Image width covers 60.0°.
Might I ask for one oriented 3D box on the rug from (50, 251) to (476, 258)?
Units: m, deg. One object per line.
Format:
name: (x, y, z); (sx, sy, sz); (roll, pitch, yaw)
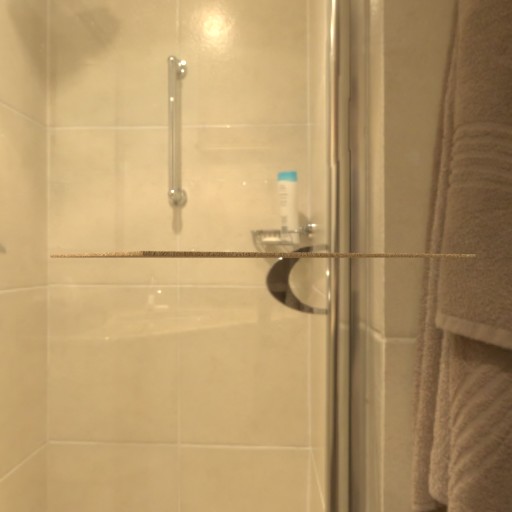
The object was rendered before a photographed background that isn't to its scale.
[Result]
rug: (0.000, 0.000, 3.992); (3.000, 0.026, 2.400); (0, 0, -35)
